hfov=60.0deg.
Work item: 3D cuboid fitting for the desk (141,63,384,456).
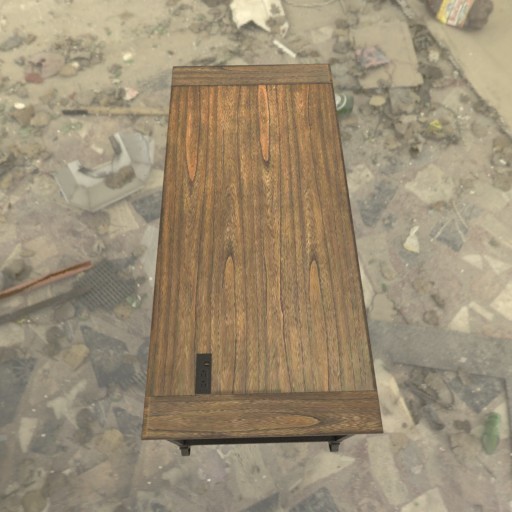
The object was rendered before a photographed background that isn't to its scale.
[{"bbox_3d":[0.000,0.000,1.984,0.711,0.751,1.590,-1,63,-1],"label":"desk"}]
